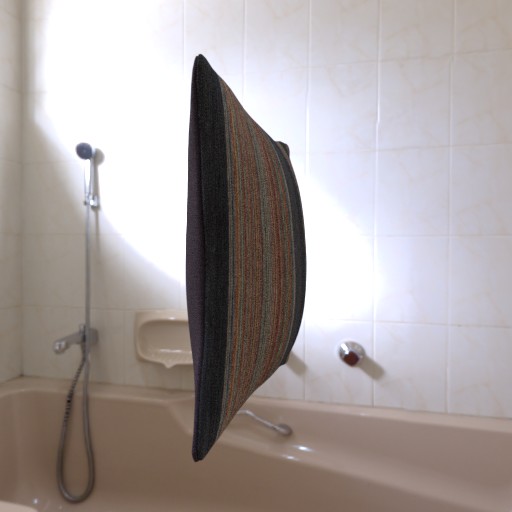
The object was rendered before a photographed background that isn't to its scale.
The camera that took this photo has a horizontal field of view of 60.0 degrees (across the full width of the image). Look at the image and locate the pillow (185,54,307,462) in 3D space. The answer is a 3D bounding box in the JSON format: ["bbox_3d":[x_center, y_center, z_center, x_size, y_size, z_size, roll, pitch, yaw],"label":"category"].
[{"bbox_3d":[0.000,0.000,0.652,0.136,0.419,0.437,0,1,16],"label":"pillow"}]
